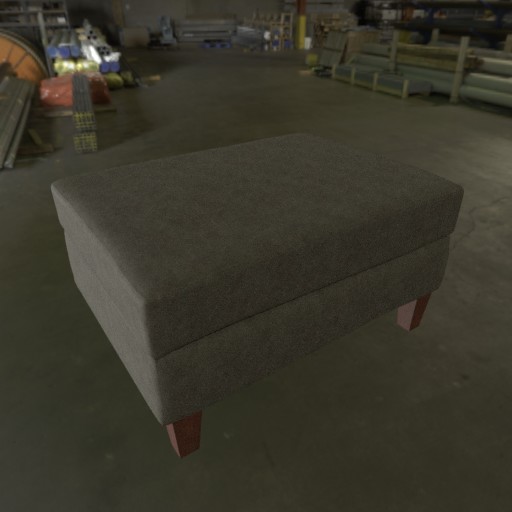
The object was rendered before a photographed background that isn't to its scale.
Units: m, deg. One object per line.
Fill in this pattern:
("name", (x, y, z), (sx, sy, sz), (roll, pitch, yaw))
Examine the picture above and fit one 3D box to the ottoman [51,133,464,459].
("ottoman", (0.000, 0.000, 1.190), (0.839, 0.464, 0.639), (-19, 35, -29))
